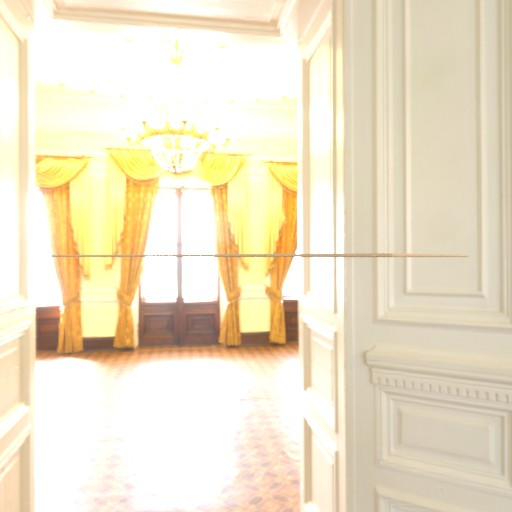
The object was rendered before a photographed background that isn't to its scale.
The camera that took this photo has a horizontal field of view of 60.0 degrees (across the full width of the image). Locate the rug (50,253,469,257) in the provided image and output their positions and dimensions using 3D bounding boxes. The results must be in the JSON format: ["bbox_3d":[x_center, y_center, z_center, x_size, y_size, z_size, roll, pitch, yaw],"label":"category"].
[{"bbox_3d":[0.000,0.000,2.894,2.294,0.014,1.528,0,0,35],"label":"rug"}]
